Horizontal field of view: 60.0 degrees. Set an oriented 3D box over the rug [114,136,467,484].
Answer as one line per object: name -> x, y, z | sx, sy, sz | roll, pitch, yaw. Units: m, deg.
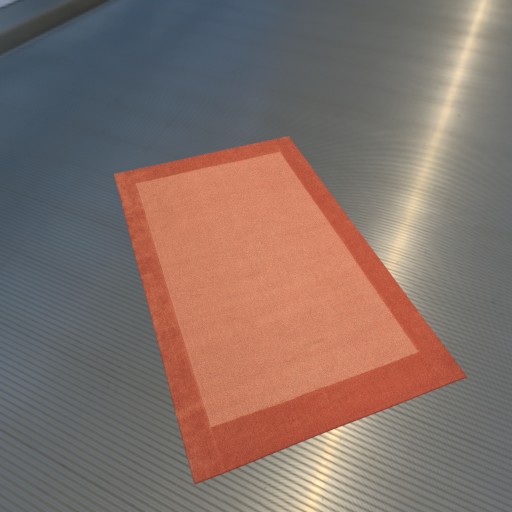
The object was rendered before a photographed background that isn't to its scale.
rug -> 0.000, 0.000, 2.974 | 1.524, 0.014, 2.438 | -16, 50, -13
